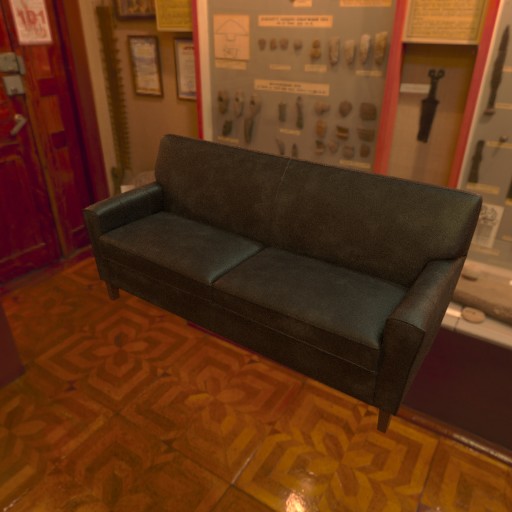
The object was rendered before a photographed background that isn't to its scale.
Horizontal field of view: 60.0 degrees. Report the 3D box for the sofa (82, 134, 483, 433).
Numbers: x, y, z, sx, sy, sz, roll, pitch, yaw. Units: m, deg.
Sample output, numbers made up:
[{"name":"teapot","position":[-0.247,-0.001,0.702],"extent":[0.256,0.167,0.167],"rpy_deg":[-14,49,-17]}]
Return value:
[{"name":"sofa","position":[0.000,0.000,2.508],"extent":[2.053,0.947,0.805],"rpy_deg":[19,34,29]}]
